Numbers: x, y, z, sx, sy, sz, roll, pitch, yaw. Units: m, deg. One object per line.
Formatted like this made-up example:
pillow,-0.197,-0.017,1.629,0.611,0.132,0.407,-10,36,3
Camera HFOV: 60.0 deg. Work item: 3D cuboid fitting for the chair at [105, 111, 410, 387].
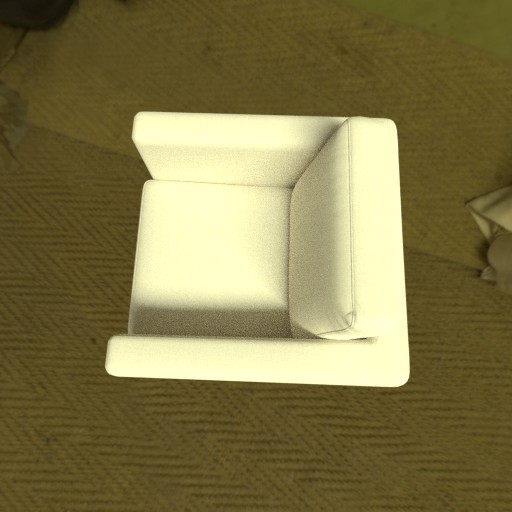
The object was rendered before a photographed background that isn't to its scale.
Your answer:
chair,0.000,0.000,1.532,0.879,0.899,0.831,2,75,0
